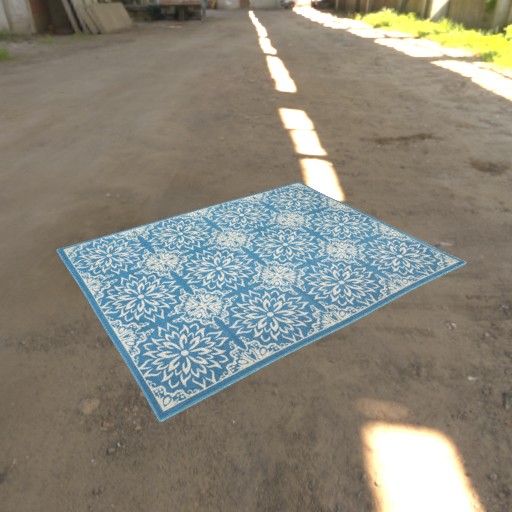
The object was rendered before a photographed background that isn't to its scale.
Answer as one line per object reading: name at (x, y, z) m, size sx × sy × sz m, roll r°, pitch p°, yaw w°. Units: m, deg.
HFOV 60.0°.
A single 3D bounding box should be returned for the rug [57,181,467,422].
rug at (0.000, 0.000, 4.061) m, size 2.964 × 0.018 × 2.350 m, roll -20°, pitch 37°, yaw -29°
